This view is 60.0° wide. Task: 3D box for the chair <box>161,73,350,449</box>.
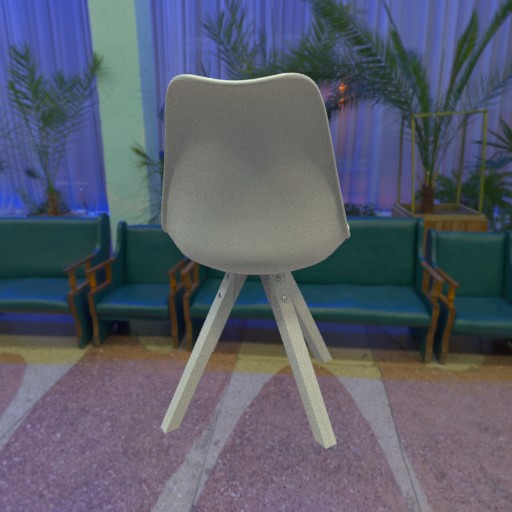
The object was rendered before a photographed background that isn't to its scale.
[{"bbox_3d":[0.000,0.000,1.175,0.485,0.850,0.550,2,17,7],"label":"chair"}]
